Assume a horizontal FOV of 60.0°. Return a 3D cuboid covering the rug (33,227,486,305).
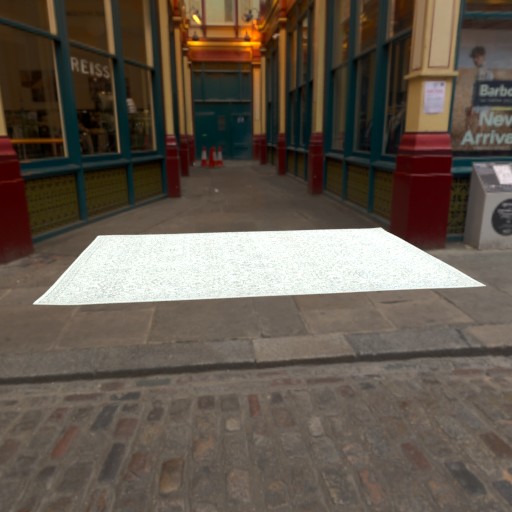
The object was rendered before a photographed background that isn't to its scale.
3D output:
[{"bbox_3d":[0.000,0.000,3.066,2.434,0.023,1.518,-2,16,-7],"label":"rug"}]
